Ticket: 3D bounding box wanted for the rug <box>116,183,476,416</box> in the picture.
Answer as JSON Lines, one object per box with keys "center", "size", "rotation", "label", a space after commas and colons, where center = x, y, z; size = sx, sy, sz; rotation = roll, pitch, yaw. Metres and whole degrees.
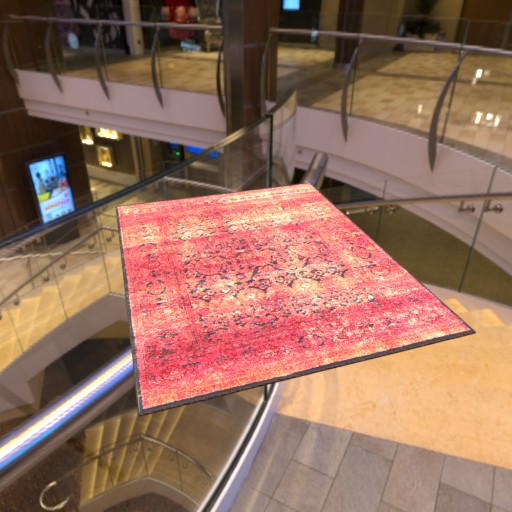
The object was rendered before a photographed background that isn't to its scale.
{"center": [0.000, 0.000, 4.145], "size": [2.411, 0.020, 3.032], "rotation": [-9, 33, -15], "label": "rug"}
